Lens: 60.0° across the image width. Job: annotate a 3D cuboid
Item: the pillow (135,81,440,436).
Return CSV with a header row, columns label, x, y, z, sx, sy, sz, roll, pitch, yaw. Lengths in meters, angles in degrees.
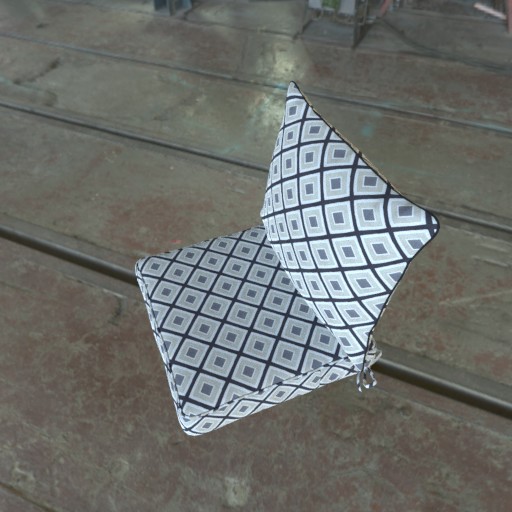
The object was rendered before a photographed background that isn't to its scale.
label,x,y,z,sx,sy,sz,roll,pitch,yaw
pillow,0.000,0.000,1.394,0.733,0.722,0.798,-17,49,-15
